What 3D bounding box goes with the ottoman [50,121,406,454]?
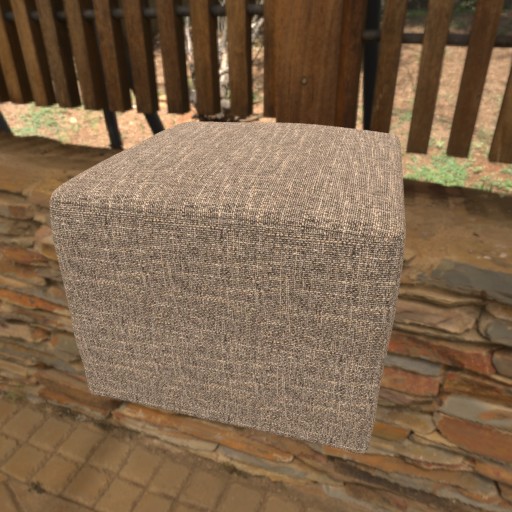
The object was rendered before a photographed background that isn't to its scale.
[{"bbox_3d":[0.000,0.000,0.882,0.512,0.453,0.521,7,30,13],"label":"ottoman"}]
